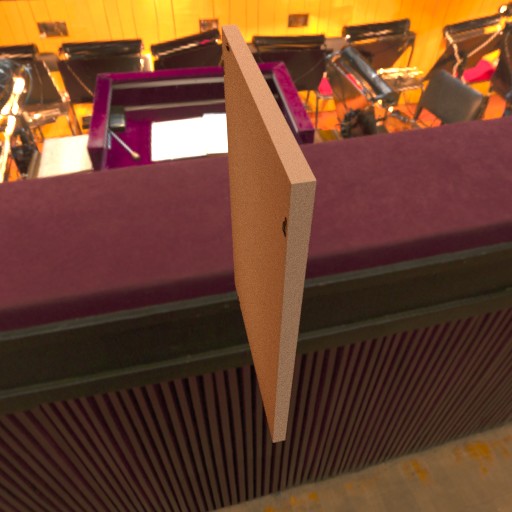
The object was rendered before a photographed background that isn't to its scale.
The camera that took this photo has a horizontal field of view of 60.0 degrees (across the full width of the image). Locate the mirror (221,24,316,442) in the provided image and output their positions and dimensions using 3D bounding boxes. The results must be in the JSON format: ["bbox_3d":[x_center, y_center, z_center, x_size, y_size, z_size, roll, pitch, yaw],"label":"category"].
[{"bbox_3d":[0.000,0.000,1.144,0.041,0.915,0.609,-9,47,-8],"label":"mirror"}]
